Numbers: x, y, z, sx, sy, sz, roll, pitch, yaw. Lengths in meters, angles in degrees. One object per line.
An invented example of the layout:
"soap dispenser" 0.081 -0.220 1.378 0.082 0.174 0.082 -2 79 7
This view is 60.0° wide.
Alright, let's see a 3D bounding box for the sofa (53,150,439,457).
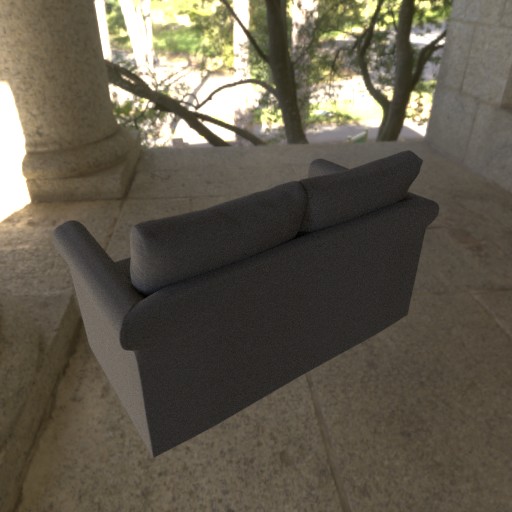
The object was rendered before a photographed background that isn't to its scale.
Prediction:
"sofa" 0.000 0.000 1.935 1.460 0.872 0.741 -20 36 -30
